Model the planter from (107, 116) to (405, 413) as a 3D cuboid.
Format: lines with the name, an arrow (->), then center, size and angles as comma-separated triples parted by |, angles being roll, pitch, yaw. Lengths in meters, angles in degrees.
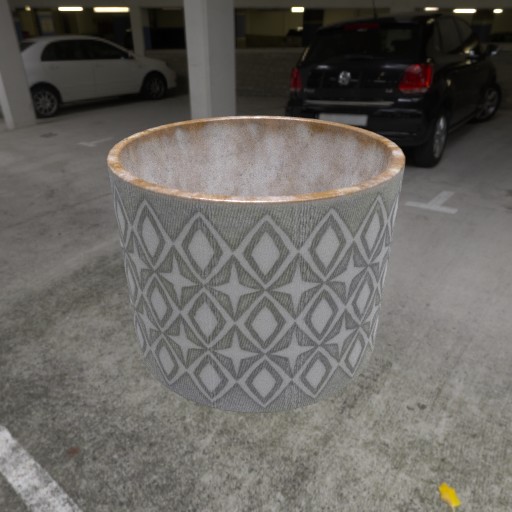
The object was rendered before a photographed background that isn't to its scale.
planter -> 0.000, 0.000, 0.447 | 0.255, 0.223, 0.255 | 0, 29, 0
